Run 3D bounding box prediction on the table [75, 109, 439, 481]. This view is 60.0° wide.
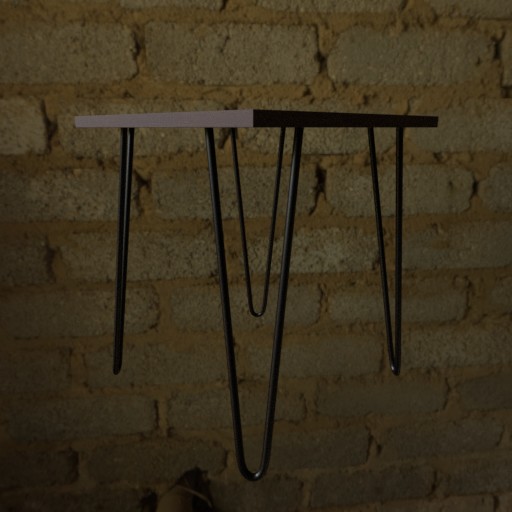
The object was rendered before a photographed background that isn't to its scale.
[{"bbox_3d":[0.000,0.000,0.930,0.495,0.559,0.495,-15,22,-42],"label":"table"}]
